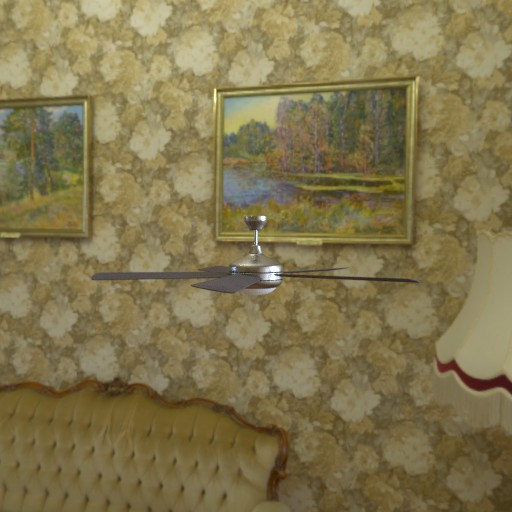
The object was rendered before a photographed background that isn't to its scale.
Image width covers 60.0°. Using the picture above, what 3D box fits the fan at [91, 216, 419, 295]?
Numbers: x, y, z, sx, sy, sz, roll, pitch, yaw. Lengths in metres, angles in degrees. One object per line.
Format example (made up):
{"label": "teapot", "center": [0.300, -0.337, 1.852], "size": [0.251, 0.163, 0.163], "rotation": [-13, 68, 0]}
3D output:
{"label": "fan", "center": [0.000, 0.000, 2.012], "size": [1.321, 0.356, 1.321], "rotation": [-1, 2, -35]}
